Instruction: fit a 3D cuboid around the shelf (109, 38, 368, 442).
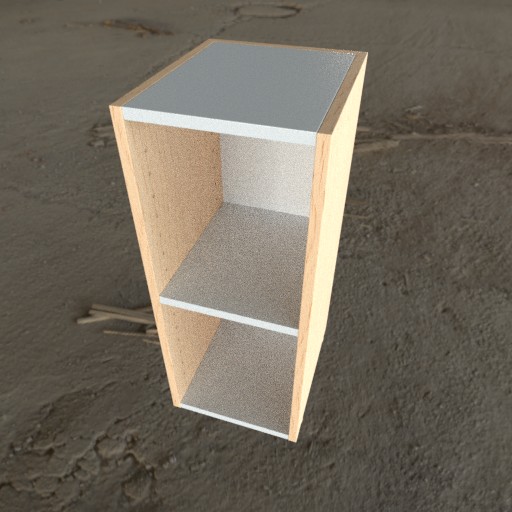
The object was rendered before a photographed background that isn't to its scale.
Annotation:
[{"bbox_3d":[0.000,0.000,0.756,0.250,0.600,0.290,12,41,13],"label":"shelf"}]
